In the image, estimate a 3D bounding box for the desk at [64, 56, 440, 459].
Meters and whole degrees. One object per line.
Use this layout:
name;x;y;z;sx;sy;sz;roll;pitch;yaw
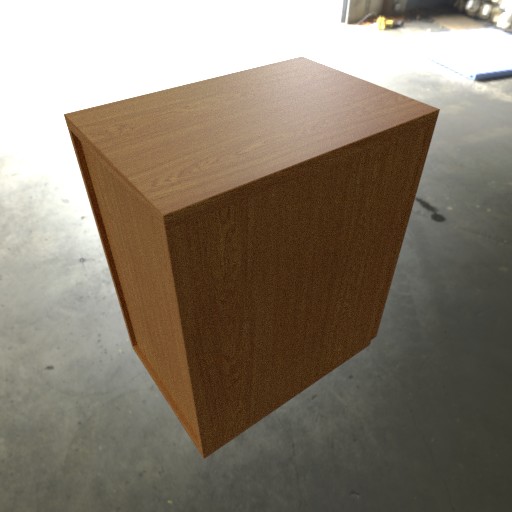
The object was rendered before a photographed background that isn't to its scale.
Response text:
desk;0.000;0.000;1.081;0.600;0.730;0.404;-26;47;-26
